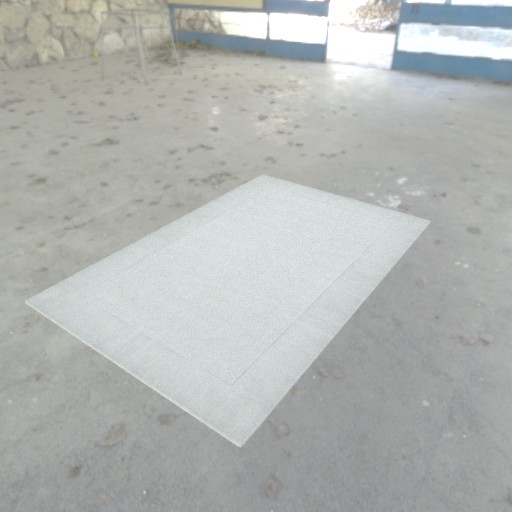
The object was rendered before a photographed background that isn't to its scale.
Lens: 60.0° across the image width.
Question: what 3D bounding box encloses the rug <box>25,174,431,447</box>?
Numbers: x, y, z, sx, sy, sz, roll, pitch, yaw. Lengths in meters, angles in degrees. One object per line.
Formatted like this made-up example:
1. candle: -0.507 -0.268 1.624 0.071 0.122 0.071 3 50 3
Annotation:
1. rug: 0.000 0.000 2.289 1.219 0.013 1.829 21 38 30
